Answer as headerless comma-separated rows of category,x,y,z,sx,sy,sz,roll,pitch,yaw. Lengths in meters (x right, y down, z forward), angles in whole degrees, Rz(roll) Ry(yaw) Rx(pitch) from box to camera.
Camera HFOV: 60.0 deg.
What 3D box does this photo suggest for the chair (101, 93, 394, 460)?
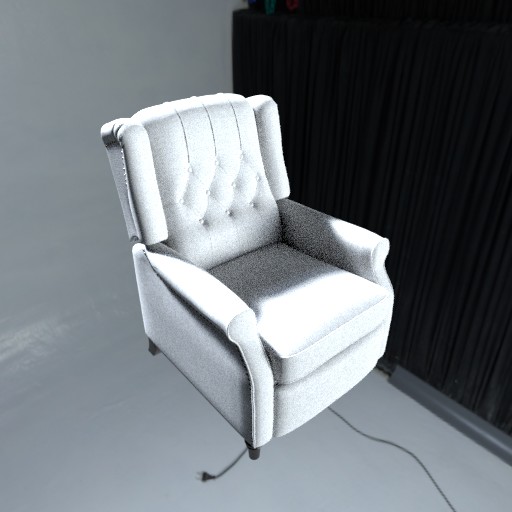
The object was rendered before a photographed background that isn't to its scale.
chair,0.000,0.000,1.648,0.742,1.035,0.902,-23,38,-34
